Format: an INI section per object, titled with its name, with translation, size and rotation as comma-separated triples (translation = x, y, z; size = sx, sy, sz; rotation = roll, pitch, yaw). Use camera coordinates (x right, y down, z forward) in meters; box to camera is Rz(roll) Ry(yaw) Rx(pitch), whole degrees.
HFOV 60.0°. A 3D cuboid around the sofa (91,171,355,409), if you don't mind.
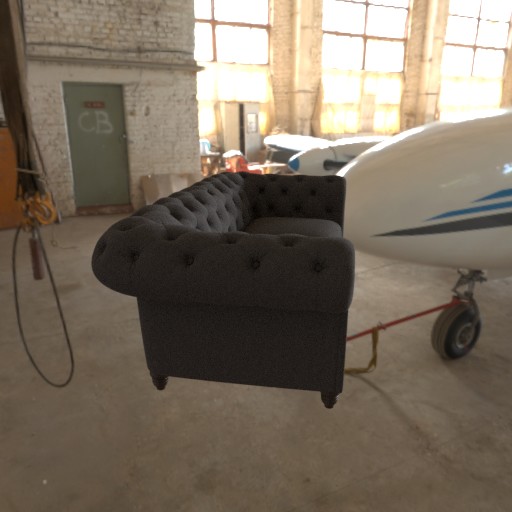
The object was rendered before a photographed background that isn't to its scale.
[sofa]
translation = 0.000, 0.000, 2.481
size = 0.986, 0.764, 1.998
rotation = 3, 18, 10
